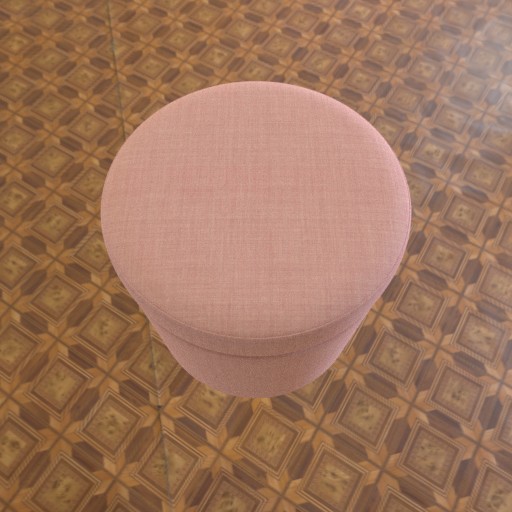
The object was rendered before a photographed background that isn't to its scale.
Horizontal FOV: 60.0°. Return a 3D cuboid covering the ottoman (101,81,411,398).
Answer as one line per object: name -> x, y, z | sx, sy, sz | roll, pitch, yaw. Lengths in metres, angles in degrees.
ottoman -> 0.000, 0.000, 0.733 | 0.400, 0.406, 0.400 | 0, 63, 0
